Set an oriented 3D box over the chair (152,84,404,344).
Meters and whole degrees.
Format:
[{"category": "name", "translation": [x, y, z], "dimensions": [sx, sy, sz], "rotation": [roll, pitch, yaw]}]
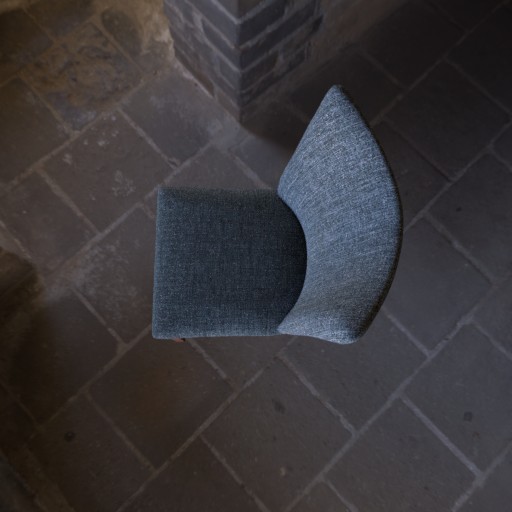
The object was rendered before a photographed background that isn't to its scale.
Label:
[{"category": "chair", "translation": [0.000, 0.000, 1.315], "dimensions": [0.623, 0.924, 0.535], "rotation": [-1, 77, 0]}]
